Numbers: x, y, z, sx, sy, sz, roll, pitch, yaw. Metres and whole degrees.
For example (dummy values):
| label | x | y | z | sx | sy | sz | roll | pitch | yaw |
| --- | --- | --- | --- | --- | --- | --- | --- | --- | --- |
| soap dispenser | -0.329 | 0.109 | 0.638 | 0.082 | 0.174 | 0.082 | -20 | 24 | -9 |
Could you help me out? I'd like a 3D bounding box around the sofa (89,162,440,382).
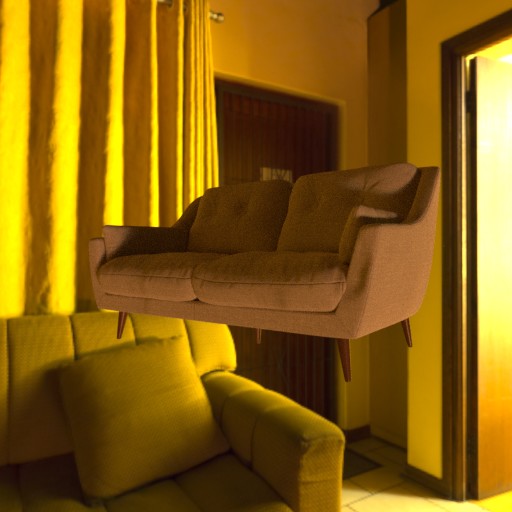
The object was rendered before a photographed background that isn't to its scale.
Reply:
| label | x | y | z | sx | sy | sz | roll | pitch | yaw |
| --- | --- | --- | --- | --- | --- | --- | --- | --- | --- |
| sofa | 0.000 | 0.000 | 2.234 | 1.652 | 0.888 | 0.965 | 0 | 0 | 38 |
